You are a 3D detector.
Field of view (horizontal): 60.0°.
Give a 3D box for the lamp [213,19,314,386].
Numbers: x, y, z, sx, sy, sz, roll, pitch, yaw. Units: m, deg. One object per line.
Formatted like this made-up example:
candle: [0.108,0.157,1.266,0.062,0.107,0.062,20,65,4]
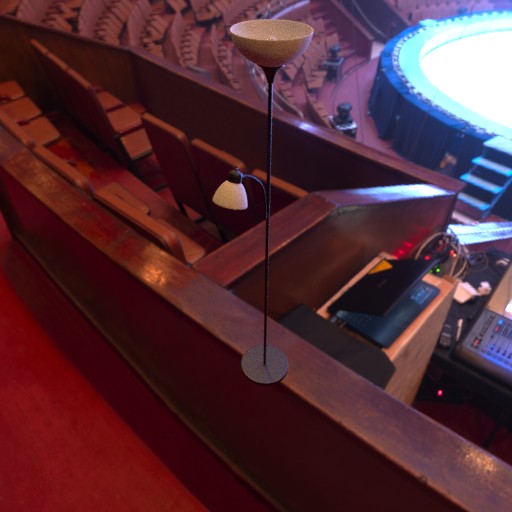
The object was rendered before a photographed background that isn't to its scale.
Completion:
lamp: [0.000,0.000,1.963,0.279,1.804,0.442,25,46,27]
